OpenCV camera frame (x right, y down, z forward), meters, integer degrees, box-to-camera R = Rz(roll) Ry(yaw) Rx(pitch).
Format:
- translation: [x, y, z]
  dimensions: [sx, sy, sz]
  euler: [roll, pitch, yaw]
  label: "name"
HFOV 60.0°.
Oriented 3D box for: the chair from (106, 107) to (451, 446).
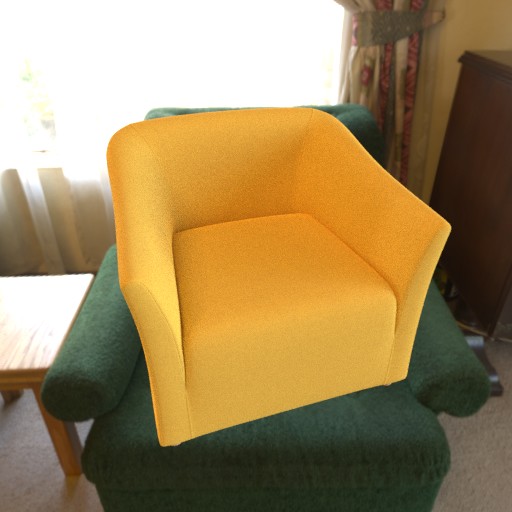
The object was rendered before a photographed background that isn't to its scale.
- translation: [0.000, 0.000, 1.358]
  dimensions: [0.790, 0.720, 0.700]
  euler: [-10, 33, -16]
  label: "chair"
